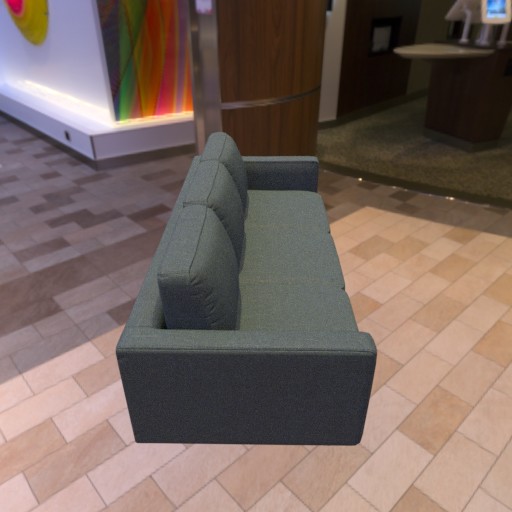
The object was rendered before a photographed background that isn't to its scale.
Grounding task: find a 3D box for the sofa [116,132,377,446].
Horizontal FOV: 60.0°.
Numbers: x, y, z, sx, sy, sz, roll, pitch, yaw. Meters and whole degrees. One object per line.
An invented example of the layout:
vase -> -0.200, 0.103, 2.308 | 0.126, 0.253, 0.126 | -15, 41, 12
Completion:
sofa -> 0.000, 0.000, 2.481 | 0.935, 0.945, 2.013 | 0, 31, 1
